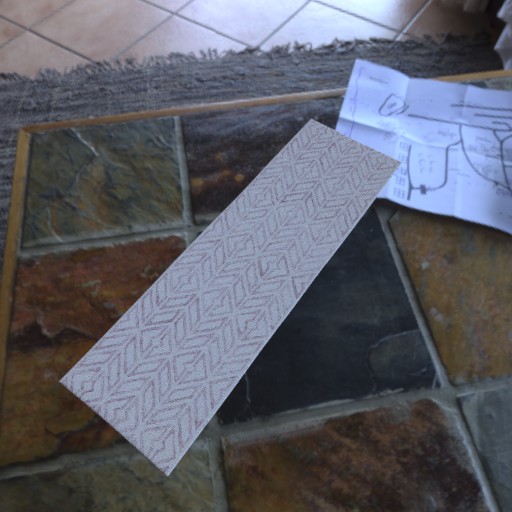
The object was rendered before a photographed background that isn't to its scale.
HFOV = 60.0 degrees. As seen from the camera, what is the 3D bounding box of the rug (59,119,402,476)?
[{"bbox_3d":[0.000,0.000,2.689,0.750,0.009,2.435,32,64,18],"label":"rug"}]
